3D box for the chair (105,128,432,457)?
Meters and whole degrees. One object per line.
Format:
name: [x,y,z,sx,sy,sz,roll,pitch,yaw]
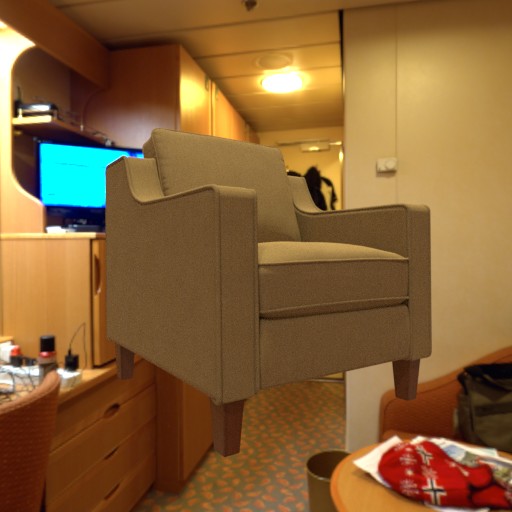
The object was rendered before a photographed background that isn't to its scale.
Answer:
chair: [0.000,0.000,1.612,0.831,0.960,0.909,-1,1,-35]
